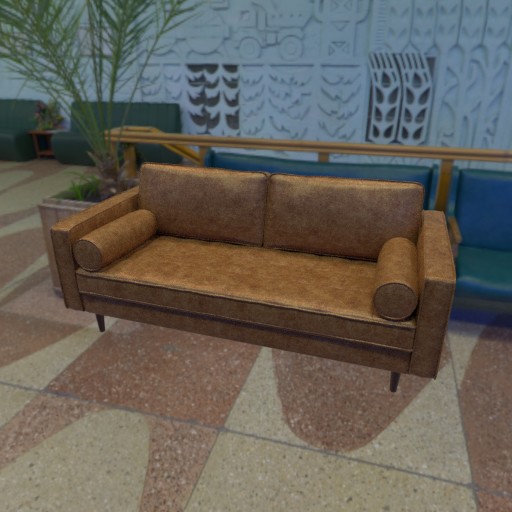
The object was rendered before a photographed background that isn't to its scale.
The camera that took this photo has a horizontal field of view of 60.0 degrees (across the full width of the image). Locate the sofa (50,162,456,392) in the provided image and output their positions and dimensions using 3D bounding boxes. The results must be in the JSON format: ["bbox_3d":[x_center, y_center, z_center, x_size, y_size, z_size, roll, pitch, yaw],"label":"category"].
[{"bbox_3d":[0.000,0.000,2.409,1.920,0.825,0.924,8,25,17],"label":"sofa"}]
